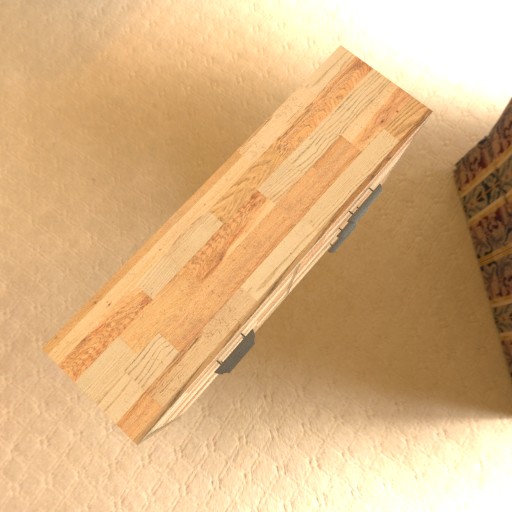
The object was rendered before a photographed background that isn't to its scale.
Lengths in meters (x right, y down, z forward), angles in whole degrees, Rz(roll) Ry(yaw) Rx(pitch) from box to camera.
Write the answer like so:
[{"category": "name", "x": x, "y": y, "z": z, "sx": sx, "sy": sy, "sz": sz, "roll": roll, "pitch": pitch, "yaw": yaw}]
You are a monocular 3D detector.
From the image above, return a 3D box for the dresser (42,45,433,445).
[{"category": "dresser", "x": 0.000, "y": 0.000, "z": 1.942, "sx": 0.487, "sy": 0.834, "sz": 1.547, "roll": 41, "pitch": 79, "yaw": 10}]
